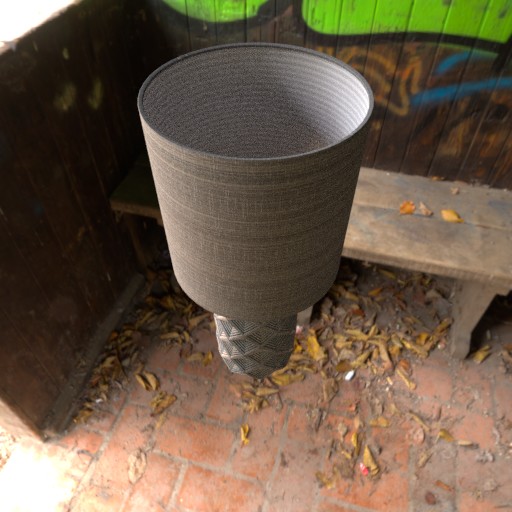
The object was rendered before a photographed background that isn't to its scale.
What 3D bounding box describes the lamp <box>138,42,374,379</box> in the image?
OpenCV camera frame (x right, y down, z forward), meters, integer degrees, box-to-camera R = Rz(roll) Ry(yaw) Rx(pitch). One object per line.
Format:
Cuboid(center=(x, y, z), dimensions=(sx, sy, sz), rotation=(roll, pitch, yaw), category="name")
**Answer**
Cuboid(center=(0.000, 0.000, 0.720), dimensions=(0.269, 0.566, 0.268), rotation=(-10, 49, -9), category="lamp")
